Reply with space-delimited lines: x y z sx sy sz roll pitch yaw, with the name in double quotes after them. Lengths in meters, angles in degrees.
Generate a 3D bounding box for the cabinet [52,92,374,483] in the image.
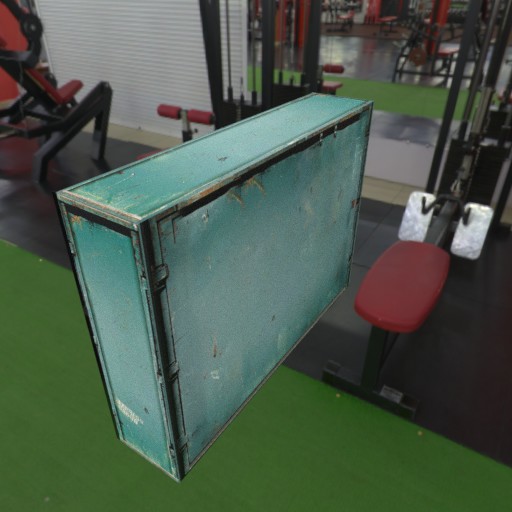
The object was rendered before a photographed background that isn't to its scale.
0.000 0.000 3.900 0.680 2.160 3.001 20 37 28 "cabinet"
